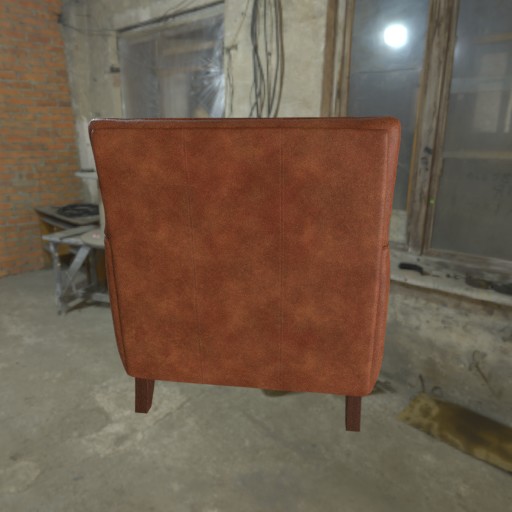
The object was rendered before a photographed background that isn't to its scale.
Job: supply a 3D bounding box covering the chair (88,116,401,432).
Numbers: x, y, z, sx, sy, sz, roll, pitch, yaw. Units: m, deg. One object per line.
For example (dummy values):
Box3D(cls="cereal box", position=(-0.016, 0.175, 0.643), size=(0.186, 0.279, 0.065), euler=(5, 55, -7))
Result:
Box3D(cls="chair", position=(0.000, 0.000, 1.616), size=(0.870, 0.943, 0.823), euler=(2, 16, 8))
